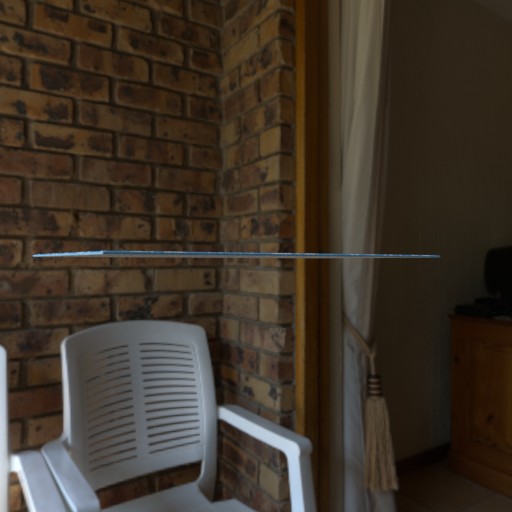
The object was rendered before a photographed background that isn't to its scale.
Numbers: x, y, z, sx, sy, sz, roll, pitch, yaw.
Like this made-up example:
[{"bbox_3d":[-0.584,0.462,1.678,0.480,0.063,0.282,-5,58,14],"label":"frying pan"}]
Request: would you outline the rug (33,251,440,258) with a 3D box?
[{"bbox_3d":[0.000,0.000,1.455,1.219,0.007,0.604,0,-1,-38],"label":"rug"}]
